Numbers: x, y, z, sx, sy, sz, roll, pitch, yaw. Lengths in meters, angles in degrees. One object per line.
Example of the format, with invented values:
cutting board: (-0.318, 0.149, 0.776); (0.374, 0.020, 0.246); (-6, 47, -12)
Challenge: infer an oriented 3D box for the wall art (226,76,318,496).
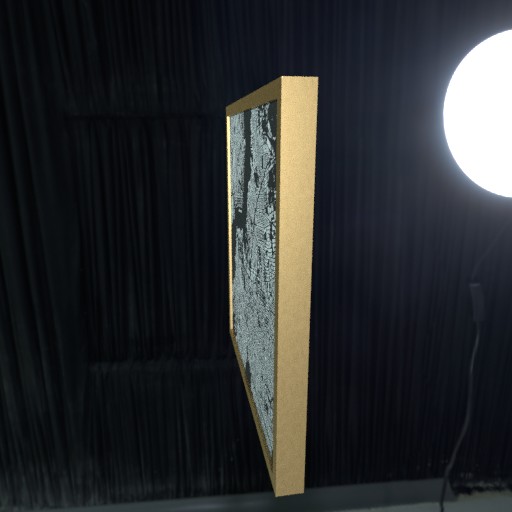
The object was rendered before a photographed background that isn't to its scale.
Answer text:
wall art: (0.000, 0.000, 1.900); (0.095, 1.284, 1.284); (-3, 15, -10)
